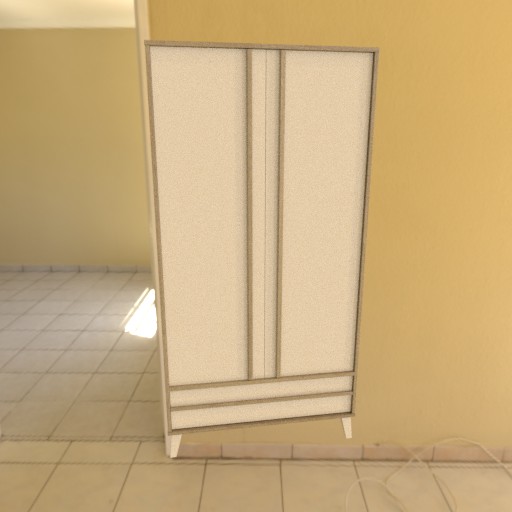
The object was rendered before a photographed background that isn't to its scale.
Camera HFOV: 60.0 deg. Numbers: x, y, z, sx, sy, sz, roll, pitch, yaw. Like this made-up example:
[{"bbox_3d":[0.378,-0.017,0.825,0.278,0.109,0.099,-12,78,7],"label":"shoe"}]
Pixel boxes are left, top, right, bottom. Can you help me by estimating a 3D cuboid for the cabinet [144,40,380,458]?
[{"bbox_3d":[0.000,0.000,2.396,1.006,1.999,0.571,-2,15,-9],"label":"cabinet"}]
